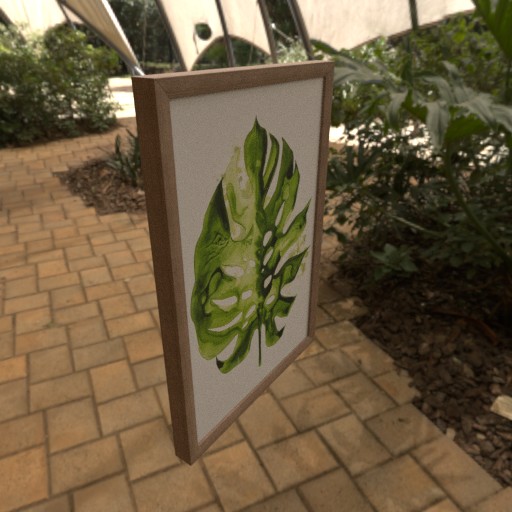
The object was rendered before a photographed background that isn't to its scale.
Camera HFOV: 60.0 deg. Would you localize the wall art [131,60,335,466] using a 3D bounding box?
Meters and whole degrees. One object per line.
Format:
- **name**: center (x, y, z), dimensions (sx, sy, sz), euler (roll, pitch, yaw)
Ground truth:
- **wall art**: center (0.000, 0.000, 0.647), dimensions (0.031, 0.509, 0.356), euler (18, 32, 32)
